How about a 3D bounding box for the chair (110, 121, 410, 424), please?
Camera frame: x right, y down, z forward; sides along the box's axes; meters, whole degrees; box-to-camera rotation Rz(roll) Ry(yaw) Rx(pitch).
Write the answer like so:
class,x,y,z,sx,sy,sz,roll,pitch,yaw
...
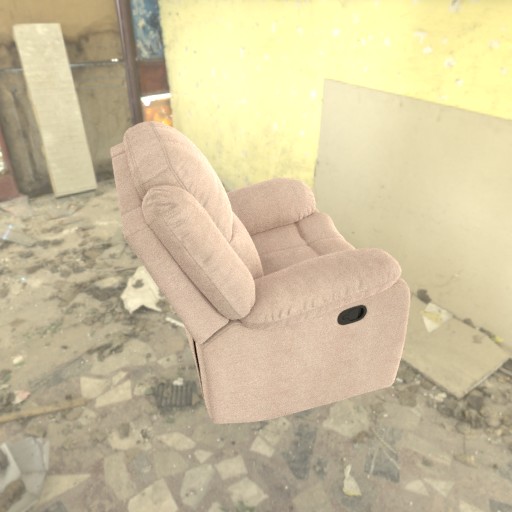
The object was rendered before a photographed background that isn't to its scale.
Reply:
class,x,y,z,sx,sy,sz,roll,pitch,yaw
chair,0.000,0.000,1.719,0.944,1.008,0.899,-9,31,-16
